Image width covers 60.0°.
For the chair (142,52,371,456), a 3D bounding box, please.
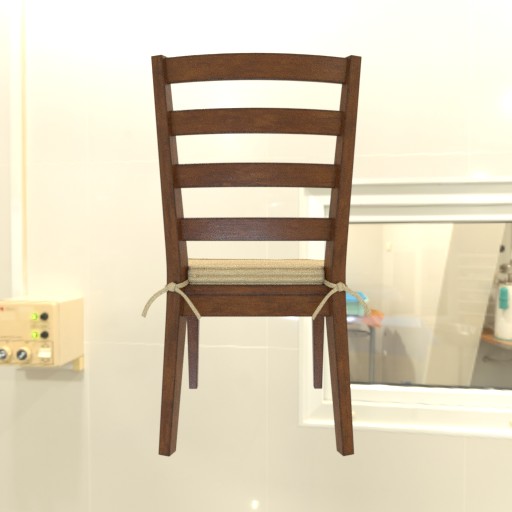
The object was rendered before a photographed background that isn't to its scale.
[{"bbox_3d":[0.000,0.000,1.343,0.593,0.979,0.595,0,2,0],"label":"chair"}]
